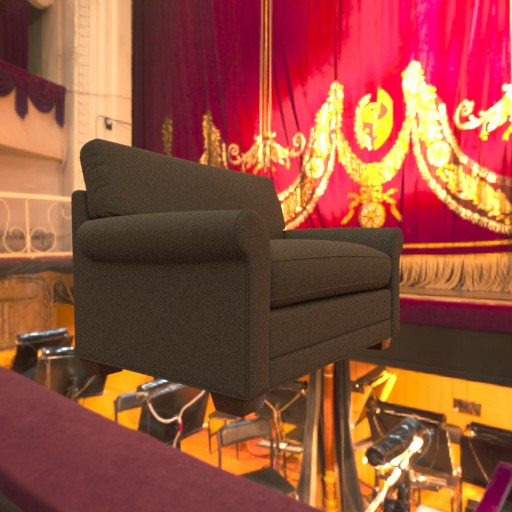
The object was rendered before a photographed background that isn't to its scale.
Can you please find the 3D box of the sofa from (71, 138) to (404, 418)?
[{"bbox_3d":[0.000,0.000,2.050,0.940,0.953,1.410,1,1,37],"label":"sofa"}]
